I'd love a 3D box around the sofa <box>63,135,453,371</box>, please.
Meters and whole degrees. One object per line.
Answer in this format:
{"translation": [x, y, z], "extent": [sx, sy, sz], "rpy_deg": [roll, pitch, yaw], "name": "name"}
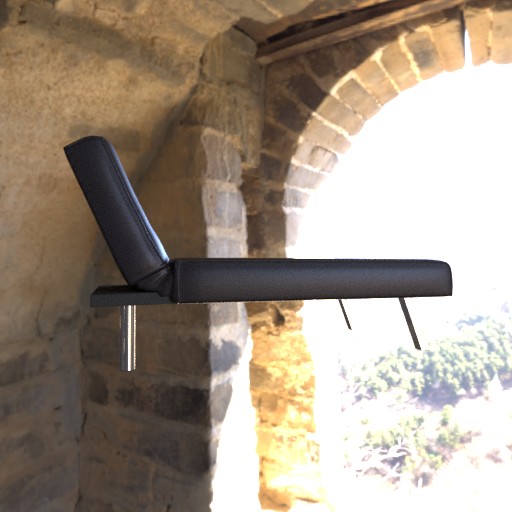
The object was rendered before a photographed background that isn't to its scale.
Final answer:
{"translation": [0.000, 0.000, 2.036], "extent": [1.560, 0.820, 0.760], "rpy_deg": [0, -1, -17], "name": "sofa"}
